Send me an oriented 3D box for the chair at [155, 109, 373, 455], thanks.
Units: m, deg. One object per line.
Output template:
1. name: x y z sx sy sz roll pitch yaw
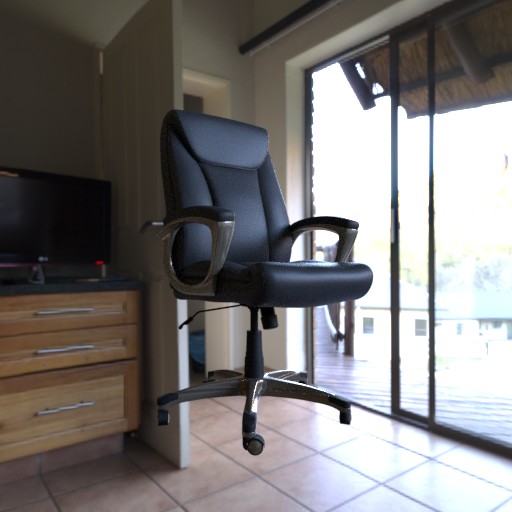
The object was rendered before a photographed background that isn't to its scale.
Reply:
1. chair: 0.000 0.000 1.658 0.694 1.188 0.748 1 -1 -35
